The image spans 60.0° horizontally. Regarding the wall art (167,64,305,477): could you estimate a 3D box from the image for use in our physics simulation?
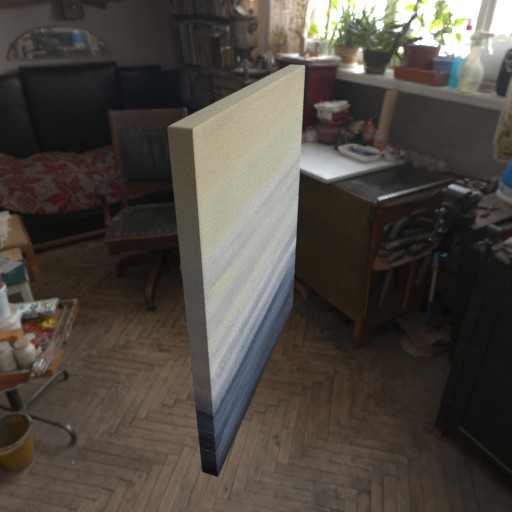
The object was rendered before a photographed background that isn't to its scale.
[{"bbox_3d":[0.000,0.000,0.978,0.041,0.710,0.608,10,32,16],"label":"wall art"}]
